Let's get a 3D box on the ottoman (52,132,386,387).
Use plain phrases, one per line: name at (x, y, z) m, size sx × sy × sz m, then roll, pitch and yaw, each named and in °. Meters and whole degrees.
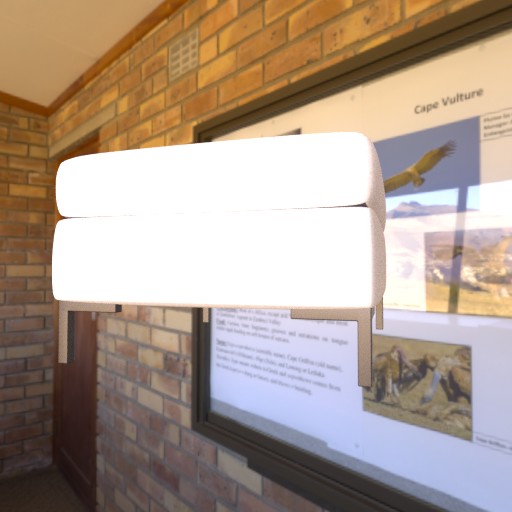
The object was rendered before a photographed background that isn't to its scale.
ottoman at (0.000, 0.000, 1.172) m, size 0.657 × 0.453 × 0.794 m, roll -1°, pitch -2°, yaw 17°
